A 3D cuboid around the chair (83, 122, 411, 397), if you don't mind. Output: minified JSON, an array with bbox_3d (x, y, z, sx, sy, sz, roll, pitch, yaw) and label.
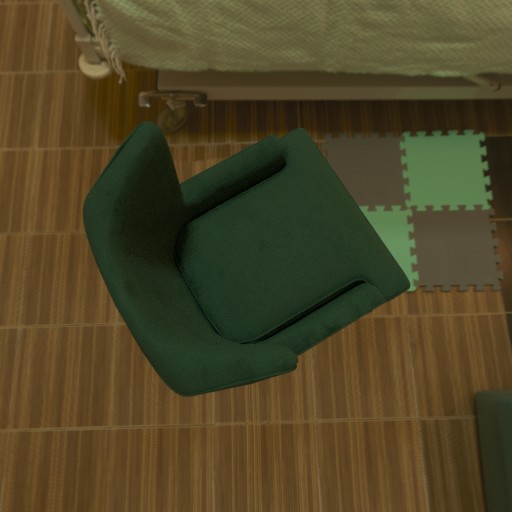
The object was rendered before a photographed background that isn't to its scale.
[{"bbox_3d":[0.000,0.000,1.629,0.910,0.952,0.793,-30,78,-7],"label":"chair"}]
